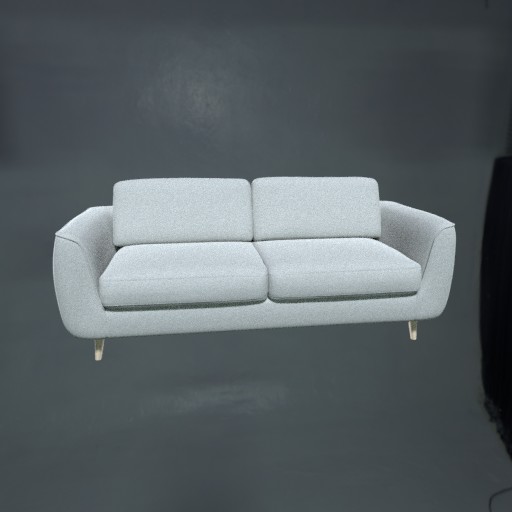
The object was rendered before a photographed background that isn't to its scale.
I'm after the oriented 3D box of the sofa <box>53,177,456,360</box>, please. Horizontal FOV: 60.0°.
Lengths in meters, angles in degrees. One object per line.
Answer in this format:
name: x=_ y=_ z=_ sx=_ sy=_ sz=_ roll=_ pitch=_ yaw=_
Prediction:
sofa: x=0.000 y=0.000 z=2.545 sx=2.000 sy=0.850 sz=0.920 roll=-2 pitch=15 yaw=-8
